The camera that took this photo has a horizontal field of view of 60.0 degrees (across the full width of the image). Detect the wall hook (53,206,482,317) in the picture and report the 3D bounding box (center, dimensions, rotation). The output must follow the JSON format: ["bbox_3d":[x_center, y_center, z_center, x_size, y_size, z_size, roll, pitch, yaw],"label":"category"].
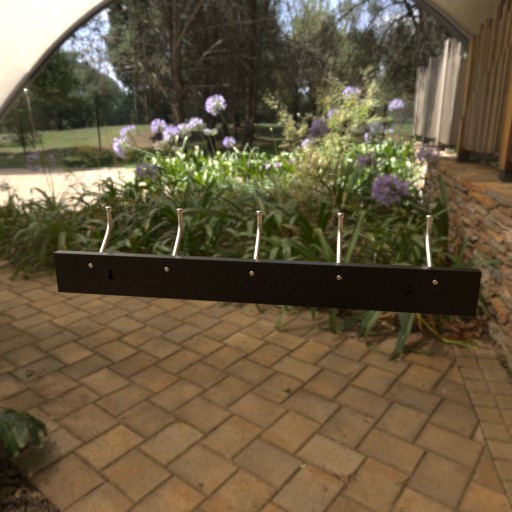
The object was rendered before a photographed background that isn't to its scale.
[{"bbox_3d":[0.000,0.000,0.619,0.571,0.117,0.071,2,16,9],"label":"wall hook"}]
